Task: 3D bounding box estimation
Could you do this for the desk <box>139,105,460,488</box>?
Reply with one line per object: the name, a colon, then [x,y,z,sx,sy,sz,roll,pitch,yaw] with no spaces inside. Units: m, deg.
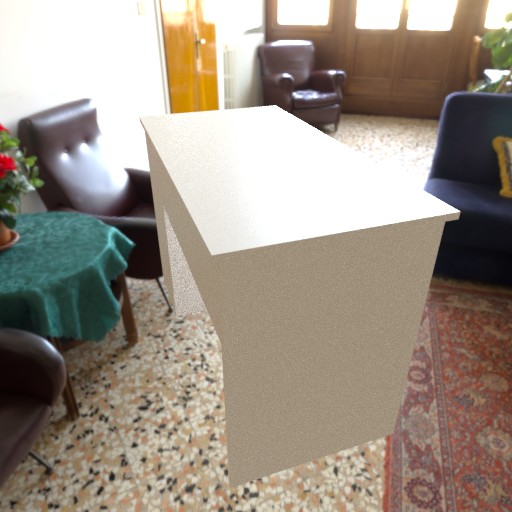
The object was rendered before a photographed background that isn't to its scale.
desk: [0.000,0.000,1.520,0.560,0.735,1.097,-10,32,-17]
